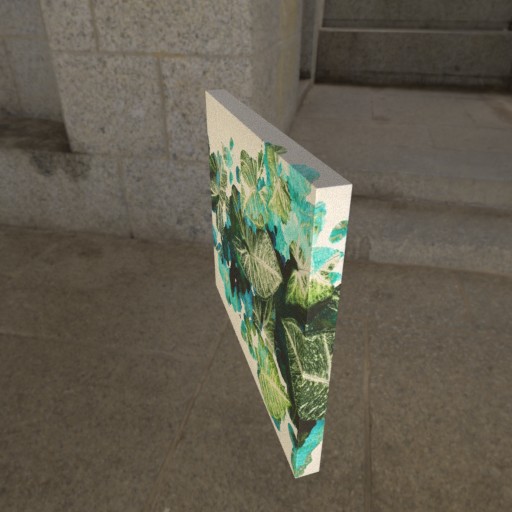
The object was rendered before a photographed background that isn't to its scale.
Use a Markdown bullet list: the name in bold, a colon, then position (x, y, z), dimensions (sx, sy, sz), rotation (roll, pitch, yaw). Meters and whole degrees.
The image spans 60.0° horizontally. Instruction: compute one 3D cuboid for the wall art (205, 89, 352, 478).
- **wall art**: position (0.000, 0.000, 0.728), dimensions (0.041, 0.435, 0.507), rotation (-9, 32, -15)
